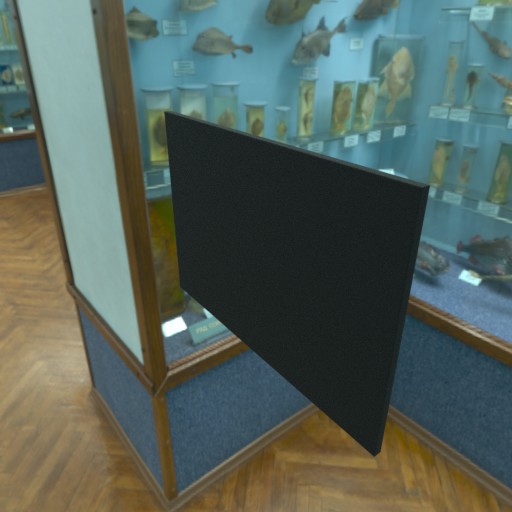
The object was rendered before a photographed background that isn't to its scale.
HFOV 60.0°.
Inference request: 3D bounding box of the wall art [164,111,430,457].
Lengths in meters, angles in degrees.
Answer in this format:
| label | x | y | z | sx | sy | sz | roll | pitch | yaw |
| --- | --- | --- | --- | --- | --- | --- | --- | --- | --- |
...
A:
| label | x | y | z | sx | sy | sz | roll | pitch | yaw |
| --- | --- | --- | --- | --- | --- | --- | --- | --- | --- |
| wall art | 0.000 | 0.000 | 1.236 | 0.026 | 0.656 | 0.958 | -19 | 32 | -32 |
